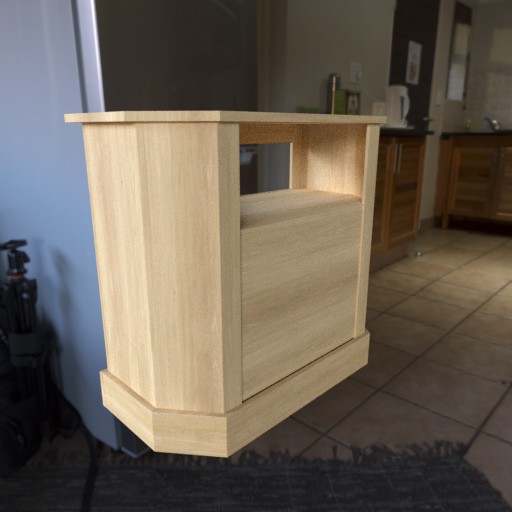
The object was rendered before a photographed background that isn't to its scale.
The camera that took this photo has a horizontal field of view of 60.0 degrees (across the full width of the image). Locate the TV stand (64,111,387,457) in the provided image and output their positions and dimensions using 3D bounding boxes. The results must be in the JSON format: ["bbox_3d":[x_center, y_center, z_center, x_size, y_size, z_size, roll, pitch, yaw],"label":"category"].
[{"bbox_3d":[0.000,0.000,1.294,0.851,0.781,0.425,-16,22,-43],"label":"TV stand"}]
